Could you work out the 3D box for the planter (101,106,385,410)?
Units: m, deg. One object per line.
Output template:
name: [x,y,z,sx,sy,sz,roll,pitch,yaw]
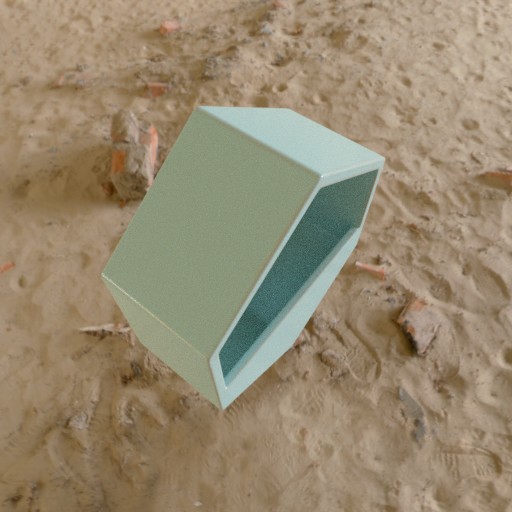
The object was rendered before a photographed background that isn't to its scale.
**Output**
planter: [0.000,0.000,0.298,0.078,0.207,0.169,34,64,19]
